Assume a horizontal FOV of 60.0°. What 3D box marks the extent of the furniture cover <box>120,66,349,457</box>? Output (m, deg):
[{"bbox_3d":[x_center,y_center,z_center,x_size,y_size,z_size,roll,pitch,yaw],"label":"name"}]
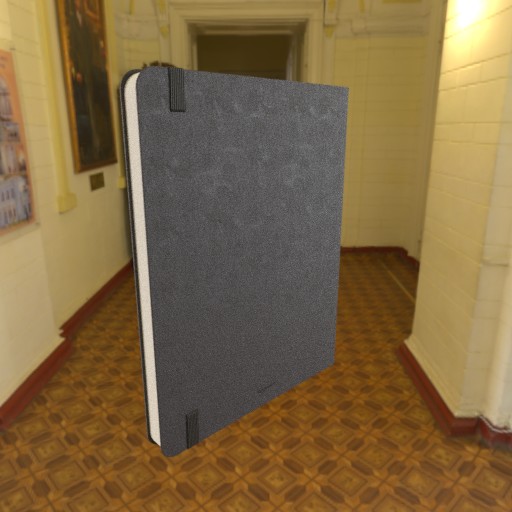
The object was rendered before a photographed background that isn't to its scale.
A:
[{"bbox_3d":[0.000,0.000,0.376,0.216,0.281,0.023,-15,22,-42],"label":"furniture cover"}]
